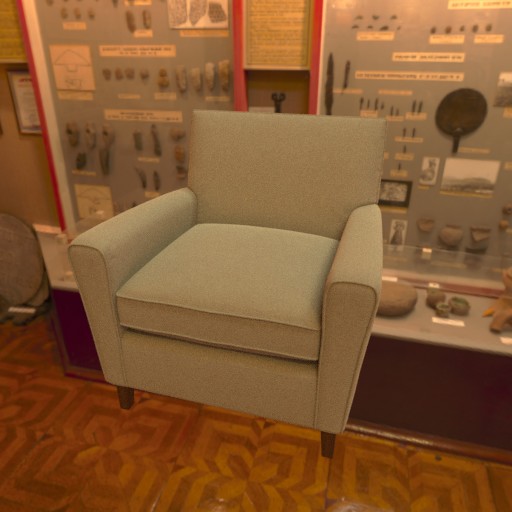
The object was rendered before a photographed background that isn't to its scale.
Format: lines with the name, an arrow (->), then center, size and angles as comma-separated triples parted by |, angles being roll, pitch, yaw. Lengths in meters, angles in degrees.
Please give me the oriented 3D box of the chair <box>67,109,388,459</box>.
chair -> 0.000, 0.000, 1.546 | 0.840, 0.846, 0.871 | 7, 27, 15
